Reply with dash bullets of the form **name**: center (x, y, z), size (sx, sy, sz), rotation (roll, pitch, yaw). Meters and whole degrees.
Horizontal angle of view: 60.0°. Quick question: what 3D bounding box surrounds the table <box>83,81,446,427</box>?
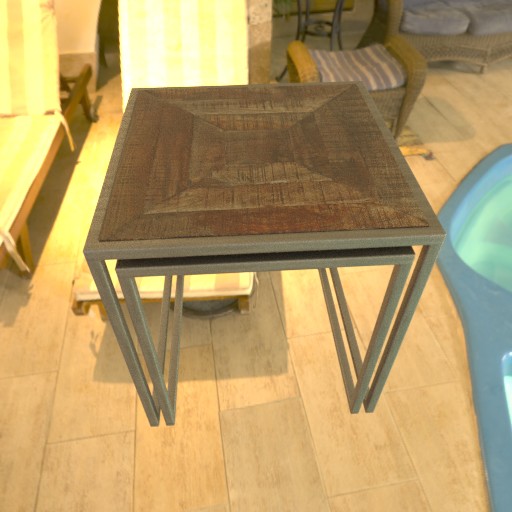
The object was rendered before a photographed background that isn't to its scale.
- **table**: center (0.000, 0.000, 0.877), size (0.450, 0.500, 0.449), rotation (-3, 45, -3)
